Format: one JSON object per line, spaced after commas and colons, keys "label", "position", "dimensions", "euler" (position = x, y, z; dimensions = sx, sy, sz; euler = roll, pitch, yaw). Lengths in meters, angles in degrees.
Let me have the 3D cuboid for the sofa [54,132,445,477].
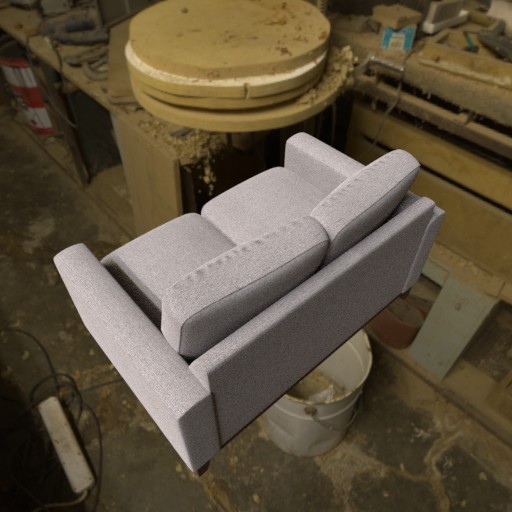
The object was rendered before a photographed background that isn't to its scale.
{"label": "sofa", "position": [0.000, 0.000, 1.965], "dimensions": [1.420, 0.873, 0.917], "euler": [-32, 55, -27]}
